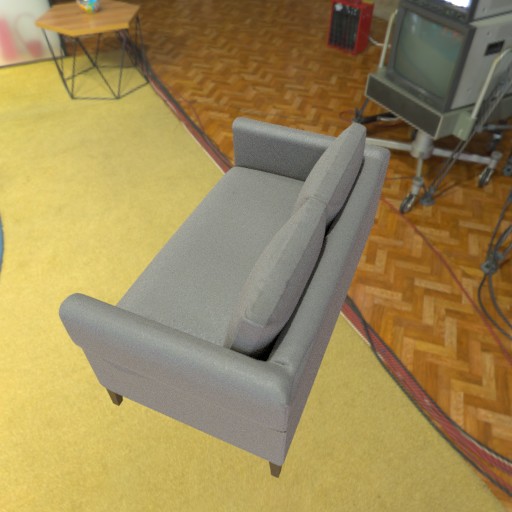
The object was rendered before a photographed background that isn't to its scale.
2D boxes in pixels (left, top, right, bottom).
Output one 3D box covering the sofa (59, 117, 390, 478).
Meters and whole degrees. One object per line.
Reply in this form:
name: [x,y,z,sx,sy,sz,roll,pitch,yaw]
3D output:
sofa: [0.000,0.000,2.150,0.899,0.873,1.598,17,48,16]
